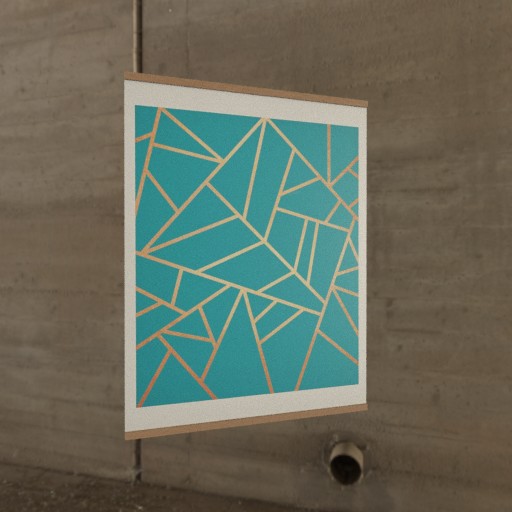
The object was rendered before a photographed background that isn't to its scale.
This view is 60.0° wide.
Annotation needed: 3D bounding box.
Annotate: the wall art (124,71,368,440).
[{"bbox_3d":[0.000,0.000,0.807,0.459,0.608,0.012,0,0,-18],"label":"wall art"}]
